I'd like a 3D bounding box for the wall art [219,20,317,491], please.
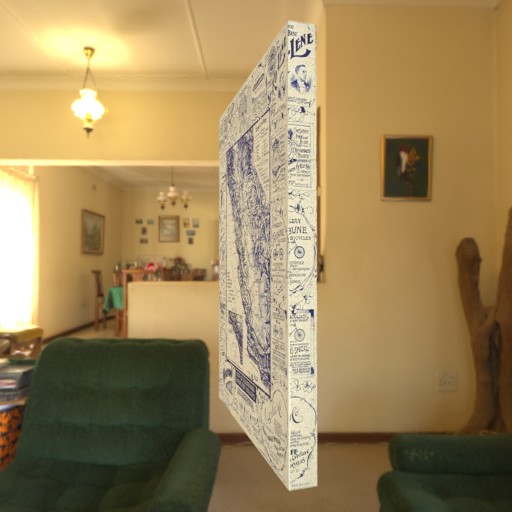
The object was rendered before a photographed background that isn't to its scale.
[{"bbox_3d":[0.000,0.000,0.765,0.040,0.601,0.408,0,-1,-17],"label":"wall art"}]
